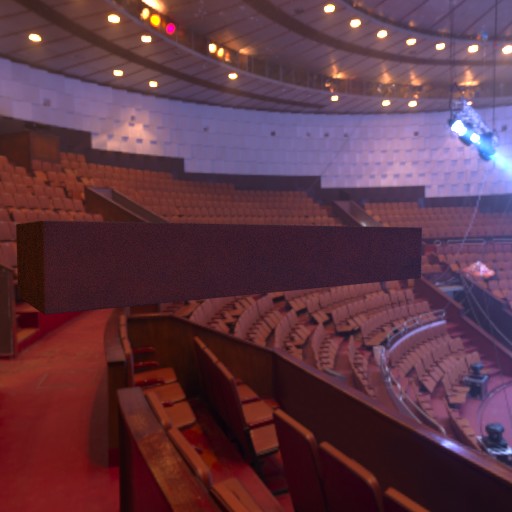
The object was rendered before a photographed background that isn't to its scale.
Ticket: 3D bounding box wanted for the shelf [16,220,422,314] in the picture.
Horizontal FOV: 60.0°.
[{"bbox_3d":[0.000,0.000,0.655,0.607,0.088,0.152,-2,3,-36],"label":"shelf"}]
